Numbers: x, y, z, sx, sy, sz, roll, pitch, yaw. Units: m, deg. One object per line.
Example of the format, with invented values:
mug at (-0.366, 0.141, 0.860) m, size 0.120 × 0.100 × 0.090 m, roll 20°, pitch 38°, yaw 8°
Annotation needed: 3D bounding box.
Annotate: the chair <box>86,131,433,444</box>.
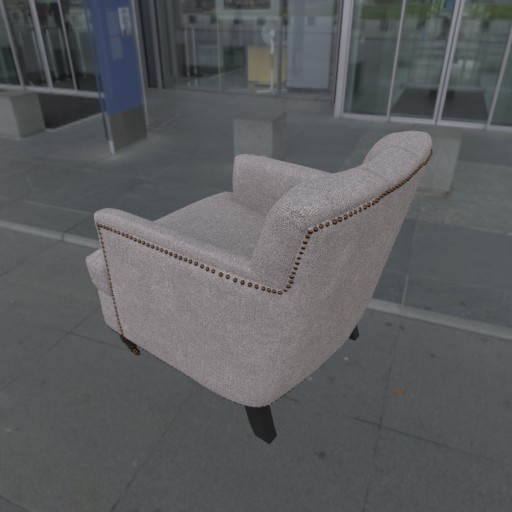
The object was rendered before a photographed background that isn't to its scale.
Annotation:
chair at (0.000, 0.000, 1.478) m, size 0.902 × 0.823 × 0.737 m, roll 21°, pitch 36°, yaw 31°
